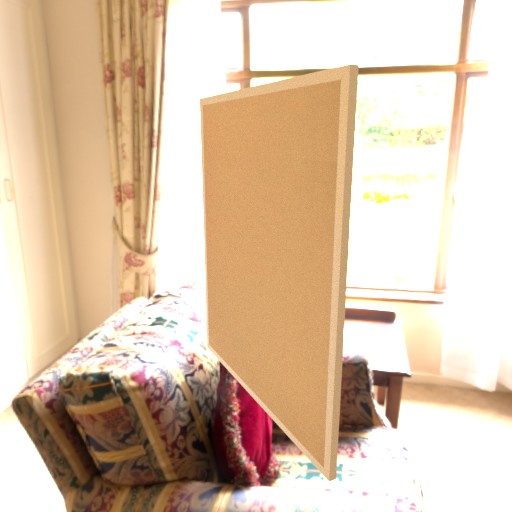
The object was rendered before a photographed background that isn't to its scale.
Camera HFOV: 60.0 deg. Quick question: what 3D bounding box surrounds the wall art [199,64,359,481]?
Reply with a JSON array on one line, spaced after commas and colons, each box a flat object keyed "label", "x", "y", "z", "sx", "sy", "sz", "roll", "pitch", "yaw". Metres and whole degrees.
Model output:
[{"label": "wall art", "x": 0.000, "y": 0.000, "z": 0.775, "sx": 0.012, "sy": 0.557, "sz": 0.482, "roll": -7, "pitch": 16, "yaw": -26}]
